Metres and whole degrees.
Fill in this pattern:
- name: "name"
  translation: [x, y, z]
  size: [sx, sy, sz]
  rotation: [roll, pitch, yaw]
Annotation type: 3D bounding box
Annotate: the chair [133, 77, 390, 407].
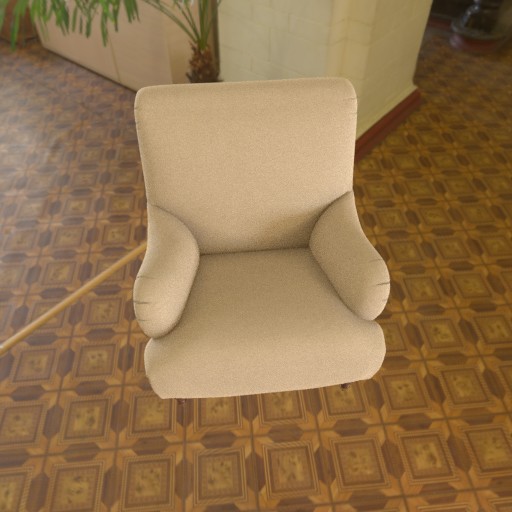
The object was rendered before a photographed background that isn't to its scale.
- name: "chair"
  translation: [0.000, 0.000, 1.555]
  size: [0.766, 0.942, 0.842]
  rotation: [-4, 48, -4]
